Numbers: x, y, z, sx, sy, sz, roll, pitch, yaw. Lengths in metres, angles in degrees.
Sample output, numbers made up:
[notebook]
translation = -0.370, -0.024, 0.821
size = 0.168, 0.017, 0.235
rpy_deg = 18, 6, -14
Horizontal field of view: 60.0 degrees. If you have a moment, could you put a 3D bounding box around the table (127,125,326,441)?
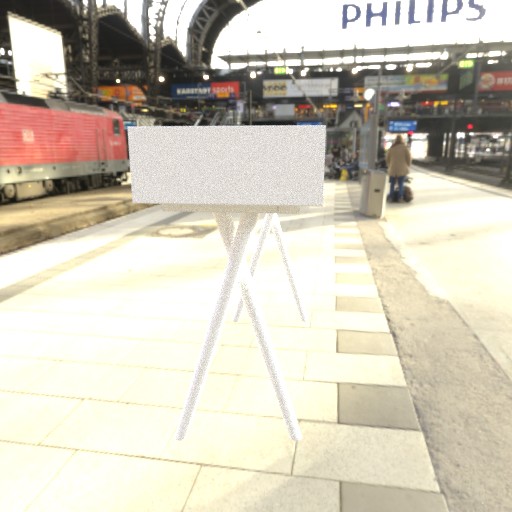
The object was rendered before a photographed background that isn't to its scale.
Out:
[table]
translation = 0.000, 0.000, 1.478
size = 0.418, 0.785, 1.066
rpy_deg = 2, 14, 7
